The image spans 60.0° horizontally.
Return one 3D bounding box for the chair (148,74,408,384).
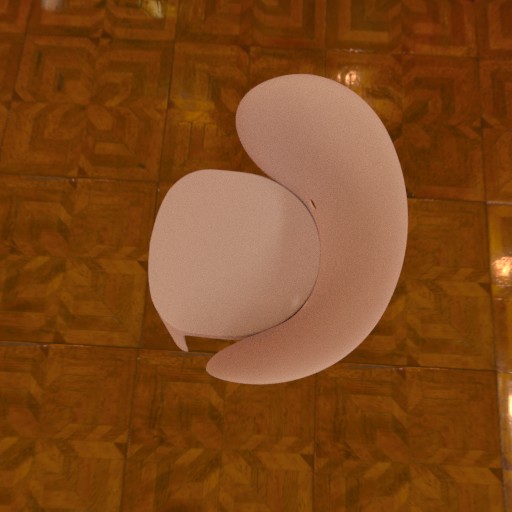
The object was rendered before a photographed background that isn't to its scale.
[{"bbox_3d":[0.000,0.000,0.851,0.402,0.554,0.451,5,77,1],"label":"chair"}]
